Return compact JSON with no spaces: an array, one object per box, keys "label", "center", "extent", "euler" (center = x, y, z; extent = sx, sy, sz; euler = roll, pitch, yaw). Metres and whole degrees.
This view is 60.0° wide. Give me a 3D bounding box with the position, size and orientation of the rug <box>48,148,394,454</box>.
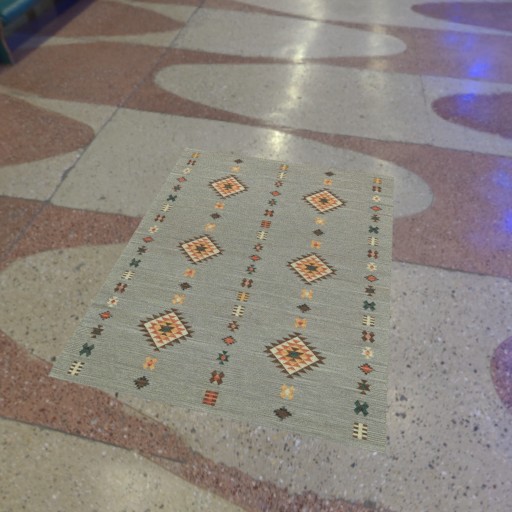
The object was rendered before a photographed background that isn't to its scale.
[{"label":"rug","center":[0.000,0.000,4.059],"extent":[2.425,0.008,3.035],"euler":[10,48,9]}]
